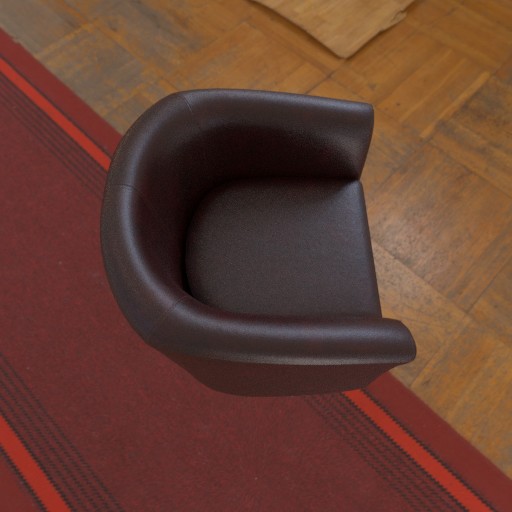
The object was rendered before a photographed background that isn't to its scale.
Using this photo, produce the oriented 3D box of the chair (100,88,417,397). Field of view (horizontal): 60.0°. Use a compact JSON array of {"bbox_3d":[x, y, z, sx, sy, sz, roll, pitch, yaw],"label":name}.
[{"bbox_3d":[0.000,0.000,1.369,0.727,0.756,0.792,-1,63,0],"label":"chair"}]
